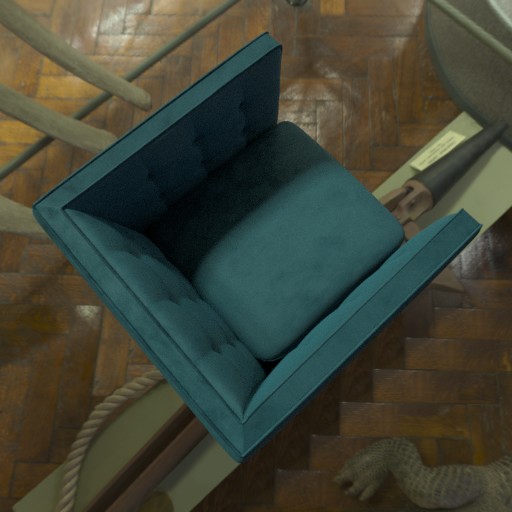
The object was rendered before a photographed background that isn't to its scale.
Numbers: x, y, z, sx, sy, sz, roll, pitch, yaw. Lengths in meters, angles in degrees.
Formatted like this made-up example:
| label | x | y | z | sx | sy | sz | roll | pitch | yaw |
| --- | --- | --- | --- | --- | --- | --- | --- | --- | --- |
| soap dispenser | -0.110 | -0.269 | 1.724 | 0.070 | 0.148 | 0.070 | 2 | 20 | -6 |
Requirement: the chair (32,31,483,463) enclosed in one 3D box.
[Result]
| label | x | y | z | sx | sy | sz | roll | pitch | yaw |
| --- | --- | --- | --- | --- | --- | --- | --- | --- | --- |
| chair | 0.000 | 0.000 | 1.537 | 0.894 | 0.790 | 0.880 | -41 | 78 | -11 |
